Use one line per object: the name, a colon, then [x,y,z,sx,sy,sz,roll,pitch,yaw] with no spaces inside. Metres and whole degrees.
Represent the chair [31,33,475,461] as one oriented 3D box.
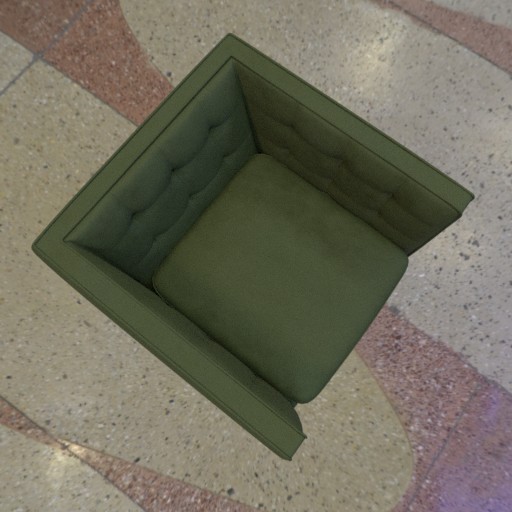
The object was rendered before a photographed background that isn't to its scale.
chair: [0.000,0.000,1.552,0.894,0.790,0.880,37,79,9]
